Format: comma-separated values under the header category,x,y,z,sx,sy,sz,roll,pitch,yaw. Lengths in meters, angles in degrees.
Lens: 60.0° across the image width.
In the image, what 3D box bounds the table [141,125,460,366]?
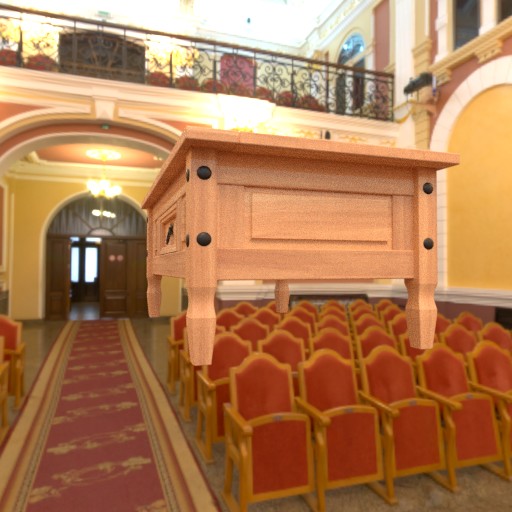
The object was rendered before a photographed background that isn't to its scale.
category,x,y,z,sx,sy,sz,roll,pitch,yaw
table,0.000,0.000,1.337,0.600,0.437,1.000,0,-2,-19
